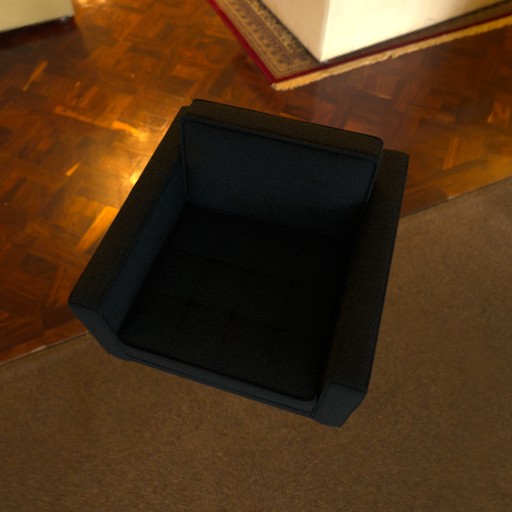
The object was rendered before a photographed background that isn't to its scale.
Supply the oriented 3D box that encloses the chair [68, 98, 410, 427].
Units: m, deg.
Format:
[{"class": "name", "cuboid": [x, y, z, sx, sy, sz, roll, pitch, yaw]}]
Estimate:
[{"class": "chair", "cuboid": [0.000, 0.000, 1.596, 0.899, 0.770, 0.920, 15, 60, 9]}]
